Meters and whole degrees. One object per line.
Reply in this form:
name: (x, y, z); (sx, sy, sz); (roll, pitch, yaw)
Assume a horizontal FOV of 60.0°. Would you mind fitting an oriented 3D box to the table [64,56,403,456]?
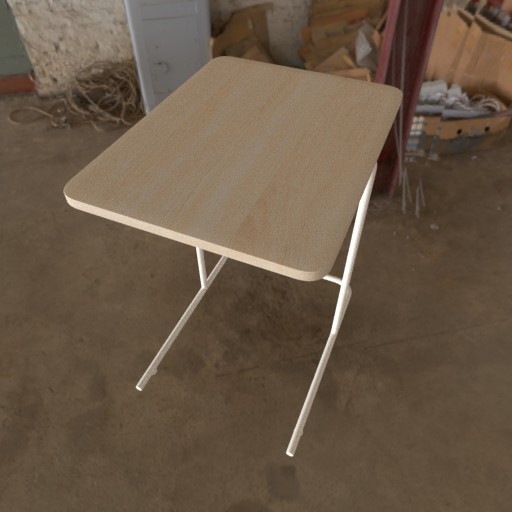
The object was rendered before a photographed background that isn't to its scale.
table: (0.000, 0.000, 0.881); (0.370, 0.550, 0.480); (17, 49, 16)
